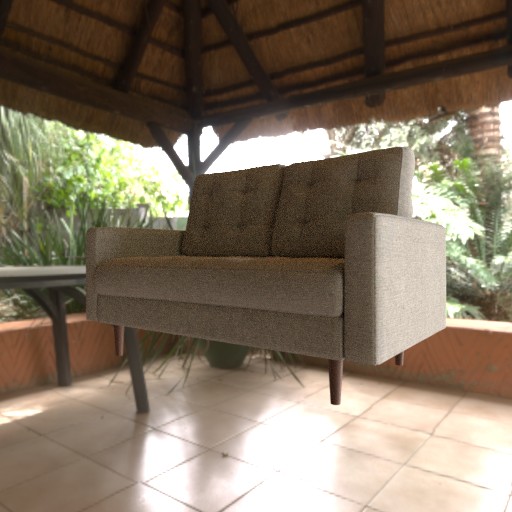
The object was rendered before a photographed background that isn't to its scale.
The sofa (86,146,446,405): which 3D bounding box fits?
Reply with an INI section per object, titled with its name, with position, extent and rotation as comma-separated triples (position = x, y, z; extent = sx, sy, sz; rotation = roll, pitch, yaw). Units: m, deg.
[sofa]
position = 0.000, 0.000, 1.946
extent = 1.407, 0.907, 0.842
rotation = 0, 1, 36
